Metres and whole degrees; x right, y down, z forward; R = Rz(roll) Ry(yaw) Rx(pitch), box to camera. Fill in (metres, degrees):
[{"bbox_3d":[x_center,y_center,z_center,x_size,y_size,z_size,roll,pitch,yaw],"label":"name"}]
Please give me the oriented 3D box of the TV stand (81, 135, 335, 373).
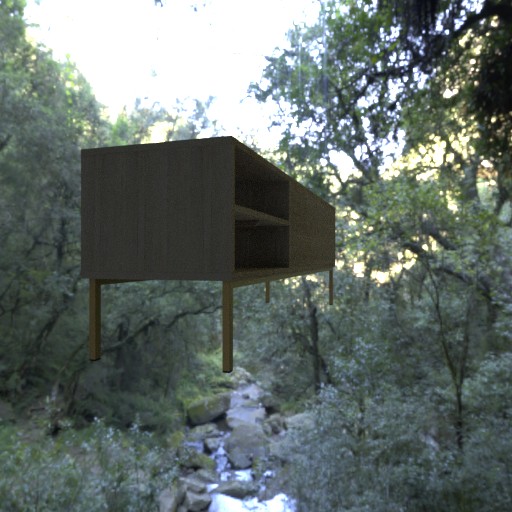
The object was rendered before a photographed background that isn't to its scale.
[{"bbox_3d":[0.000,0.000,1.839,0.420,0.550,1.600,0,0,19],"label":"TV stand"}]
